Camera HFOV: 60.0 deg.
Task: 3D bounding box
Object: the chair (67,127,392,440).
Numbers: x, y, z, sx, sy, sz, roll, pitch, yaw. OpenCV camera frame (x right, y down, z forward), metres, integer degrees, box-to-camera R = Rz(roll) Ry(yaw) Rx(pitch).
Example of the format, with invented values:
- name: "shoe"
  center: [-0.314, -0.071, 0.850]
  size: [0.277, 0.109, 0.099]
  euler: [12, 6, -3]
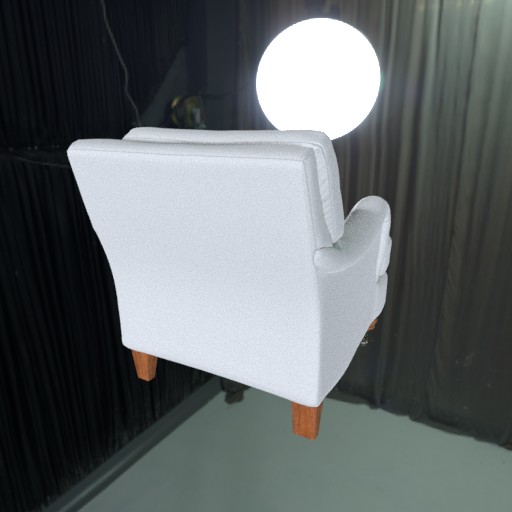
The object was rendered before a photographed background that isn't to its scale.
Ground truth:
- name: "chair"
  center: [0.000, 0.000, 1.854]
  size: [0.955, 1.038, 1.070]
  euler: [9, 20, 28]
